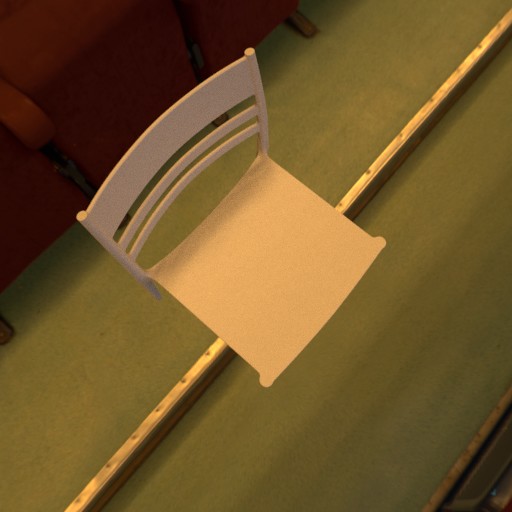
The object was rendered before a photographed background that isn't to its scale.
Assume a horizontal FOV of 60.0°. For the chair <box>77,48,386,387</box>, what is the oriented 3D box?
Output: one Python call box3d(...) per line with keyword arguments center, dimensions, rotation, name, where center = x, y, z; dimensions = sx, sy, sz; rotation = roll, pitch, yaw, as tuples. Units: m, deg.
box3d(center=(0.000, 0.000, 1.172), dimensions=(0.511, 0.800, 0.531), rotation=(40, 79, 10), name="chair")
